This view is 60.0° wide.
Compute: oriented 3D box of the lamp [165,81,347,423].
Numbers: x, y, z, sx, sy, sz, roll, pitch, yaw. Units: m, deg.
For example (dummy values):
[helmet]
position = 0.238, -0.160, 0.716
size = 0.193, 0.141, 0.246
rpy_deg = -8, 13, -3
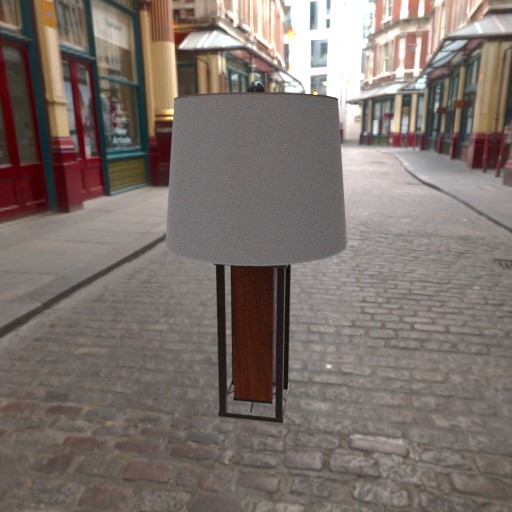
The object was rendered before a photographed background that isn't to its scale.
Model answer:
[lamp]
position = 0.000, 0.000, 0.799
size = 0.320, 0.591, 0.320
rpy_deg = 0, 15, 0
